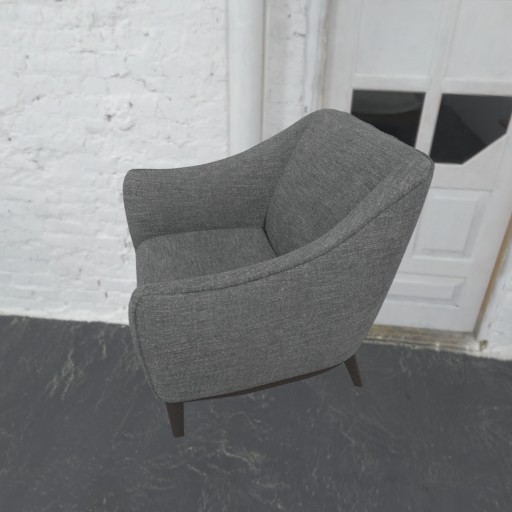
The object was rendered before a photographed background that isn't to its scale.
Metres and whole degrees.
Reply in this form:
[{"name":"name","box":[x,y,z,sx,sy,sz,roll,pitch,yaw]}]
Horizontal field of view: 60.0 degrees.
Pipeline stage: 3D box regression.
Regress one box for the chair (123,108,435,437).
[{"name":"chair","box":[0.000,0.000,1.538,0.851,0.829,0.870,-8,32,-13]}]
